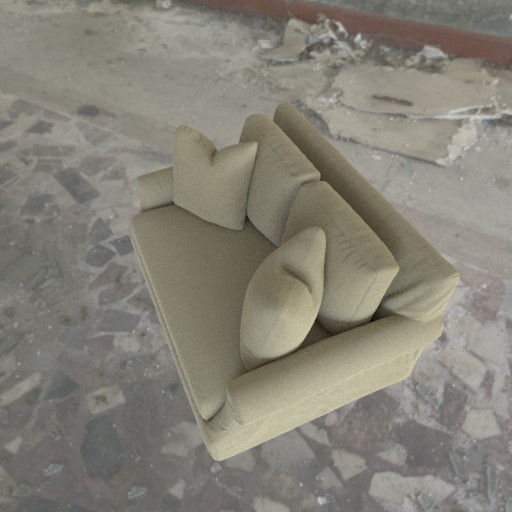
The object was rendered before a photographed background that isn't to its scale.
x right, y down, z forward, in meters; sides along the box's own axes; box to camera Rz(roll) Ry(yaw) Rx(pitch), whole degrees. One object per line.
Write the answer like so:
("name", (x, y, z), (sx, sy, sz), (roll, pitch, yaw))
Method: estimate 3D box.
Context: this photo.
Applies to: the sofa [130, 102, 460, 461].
("sofa", (0.000, 0.000, 2.207), (1.070, 0.905, 1.550), (-18, 50, -16))
